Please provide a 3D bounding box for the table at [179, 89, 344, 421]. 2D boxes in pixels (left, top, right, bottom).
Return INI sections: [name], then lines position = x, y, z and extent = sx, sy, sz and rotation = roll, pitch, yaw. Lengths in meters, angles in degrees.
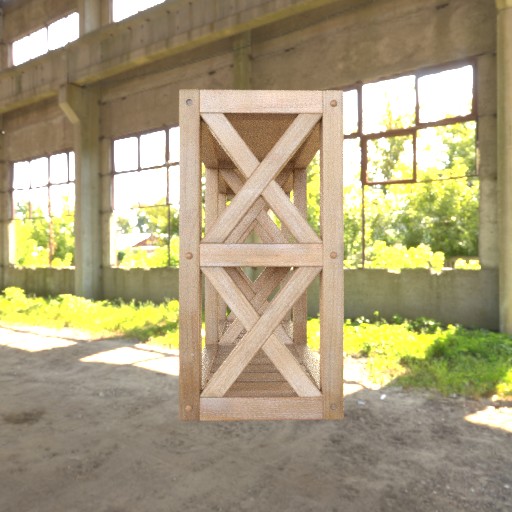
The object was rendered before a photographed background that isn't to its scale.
[table]
position = 0.000, 0.000, 1.673
extent = 0.381, 0.762, 1.320
rotation = 0, 0, -1
